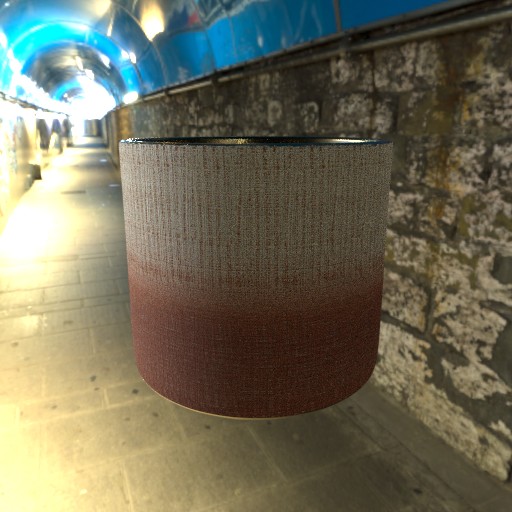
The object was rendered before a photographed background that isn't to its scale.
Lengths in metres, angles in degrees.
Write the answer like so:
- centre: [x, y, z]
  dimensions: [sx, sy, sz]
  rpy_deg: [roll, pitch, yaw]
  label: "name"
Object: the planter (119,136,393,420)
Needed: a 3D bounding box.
- centre: [0.000, 0.000, 0.392]
  dimensions: [0.221, 0.201, 0.221]
  rpy_deg: [0, 16, 0]
  label: "planter"
